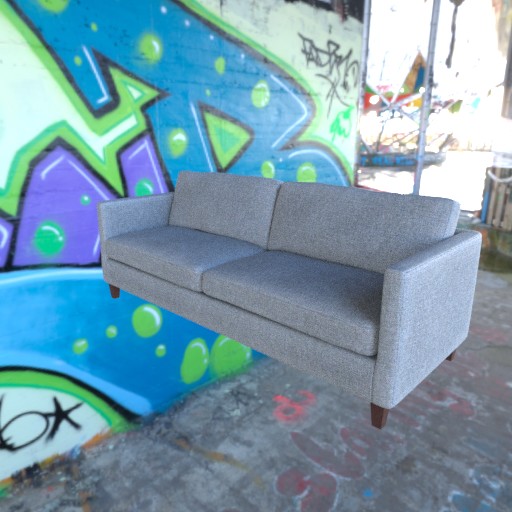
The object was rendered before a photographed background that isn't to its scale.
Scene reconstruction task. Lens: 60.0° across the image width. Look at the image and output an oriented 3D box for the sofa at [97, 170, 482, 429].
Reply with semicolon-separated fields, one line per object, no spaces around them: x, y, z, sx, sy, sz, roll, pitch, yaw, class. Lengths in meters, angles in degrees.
0.000;0.000;2.872;2.434;0.951;0.948;15;22;41;sofa
